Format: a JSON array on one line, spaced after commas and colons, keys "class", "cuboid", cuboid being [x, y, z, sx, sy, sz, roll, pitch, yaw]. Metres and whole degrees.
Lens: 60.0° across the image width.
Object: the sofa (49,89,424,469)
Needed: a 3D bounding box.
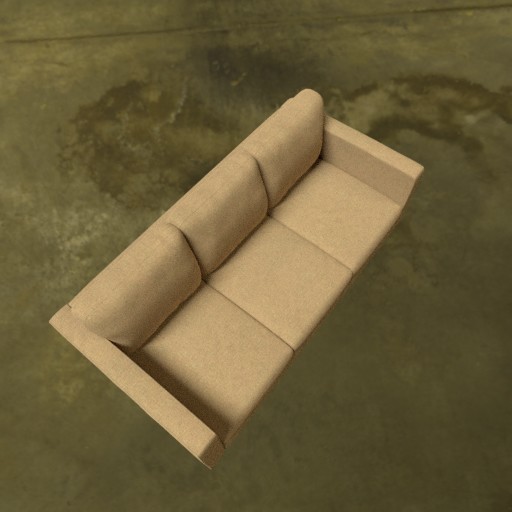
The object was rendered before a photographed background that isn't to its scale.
[{"class": "sofa", "cuboid": [0.000, 0.000, 2.359, 0.930, 0.800, 1.855, 34, 66, 18]}]
